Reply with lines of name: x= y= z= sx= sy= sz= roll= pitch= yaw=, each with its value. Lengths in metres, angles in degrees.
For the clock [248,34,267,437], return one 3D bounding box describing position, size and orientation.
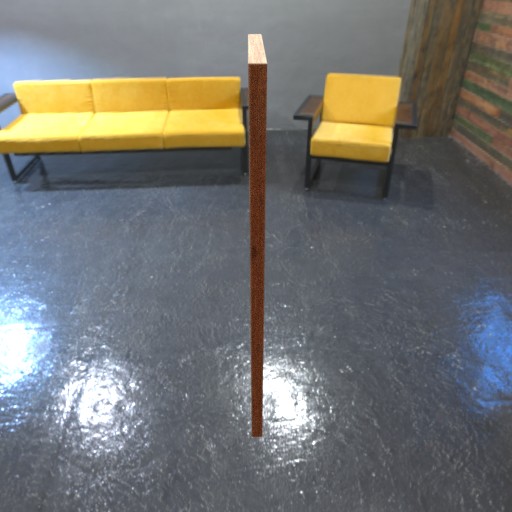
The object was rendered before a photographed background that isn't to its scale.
clock: x=0.000 y=0.000 z=1.117 sx=0.030 sy=0.965 sz=0.361 roll=0 pitch=33 yaw=-1
